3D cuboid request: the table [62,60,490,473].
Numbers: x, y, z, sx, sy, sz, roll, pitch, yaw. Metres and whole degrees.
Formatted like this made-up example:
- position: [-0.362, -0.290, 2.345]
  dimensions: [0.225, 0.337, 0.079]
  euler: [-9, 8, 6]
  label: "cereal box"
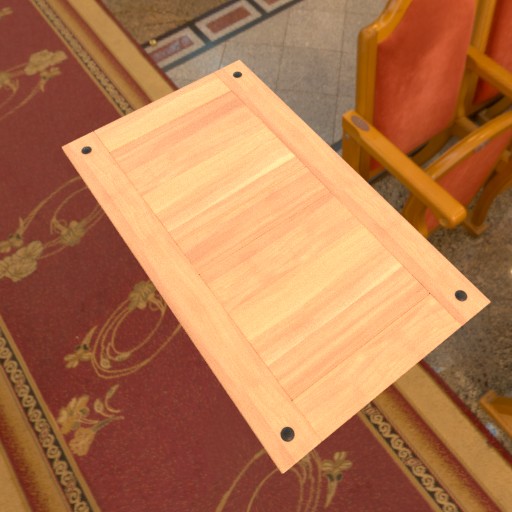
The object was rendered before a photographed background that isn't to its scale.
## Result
- position: [0.000, 0.000, 1.306]
  dimensions: [0.600, 0.437, 1.000]
  euler: [-33, 67, -16]
  label: "table"
